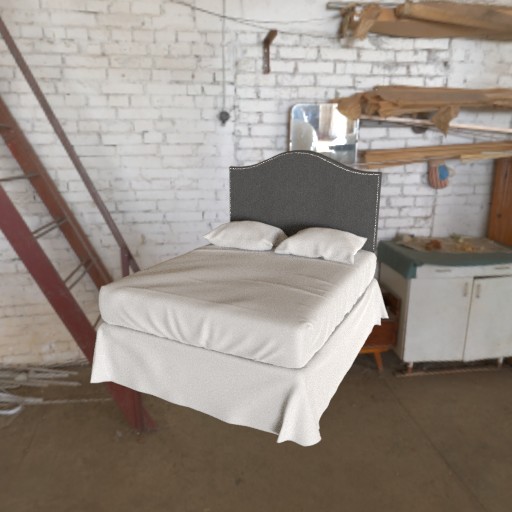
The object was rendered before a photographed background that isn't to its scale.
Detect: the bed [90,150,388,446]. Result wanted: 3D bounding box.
[{"bbox_3d":[0.000,0.000,3.673,1.876,1.645,2.221,8,17,26],"label":"bed"}]
